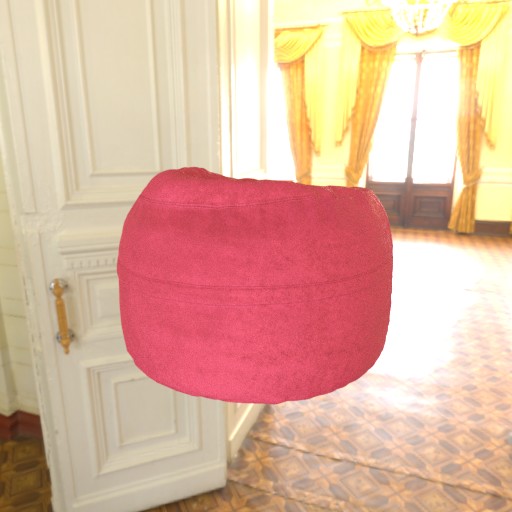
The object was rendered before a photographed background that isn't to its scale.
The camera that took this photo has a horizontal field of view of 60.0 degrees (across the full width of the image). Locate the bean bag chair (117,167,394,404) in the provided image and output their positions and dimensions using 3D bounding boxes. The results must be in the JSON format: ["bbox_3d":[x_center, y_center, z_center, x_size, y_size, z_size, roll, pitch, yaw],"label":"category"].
[{"bbox_3d":[0.000,0.000,2.026,1.218,0.788,1.218,0,15,0],"label":"bean bag chair"}]
